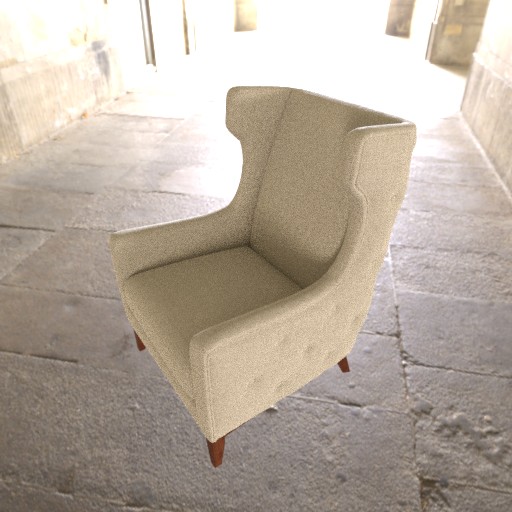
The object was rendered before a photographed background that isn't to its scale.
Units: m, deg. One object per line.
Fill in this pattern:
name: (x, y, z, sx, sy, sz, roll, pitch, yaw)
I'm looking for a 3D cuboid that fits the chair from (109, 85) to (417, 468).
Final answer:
chair: (0.000, 0.000, 1.673, 0.899, 1.079, 0.778, -20, 38, -28)
